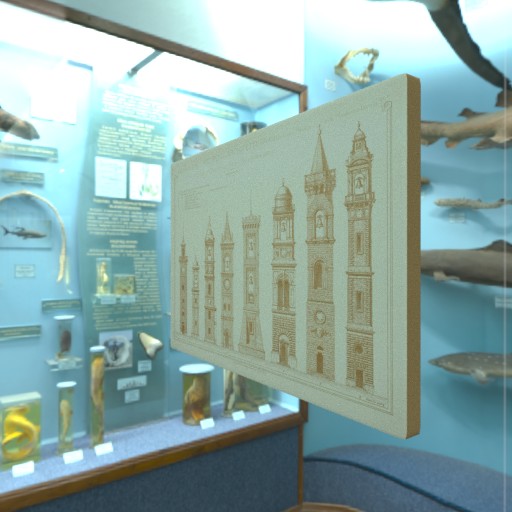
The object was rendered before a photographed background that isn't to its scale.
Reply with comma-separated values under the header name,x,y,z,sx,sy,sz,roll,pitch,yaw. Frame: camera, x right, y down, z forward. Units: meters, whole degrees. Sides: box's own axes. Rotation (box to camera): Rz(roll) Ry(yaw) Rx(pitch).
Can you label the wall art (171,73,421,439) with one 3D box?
name,x,y,z,sx,sy,sz,roll,pitch,yaw
wall art,0.000,0.000,0.464,0.019,0.254,0.380,0,0,-36
